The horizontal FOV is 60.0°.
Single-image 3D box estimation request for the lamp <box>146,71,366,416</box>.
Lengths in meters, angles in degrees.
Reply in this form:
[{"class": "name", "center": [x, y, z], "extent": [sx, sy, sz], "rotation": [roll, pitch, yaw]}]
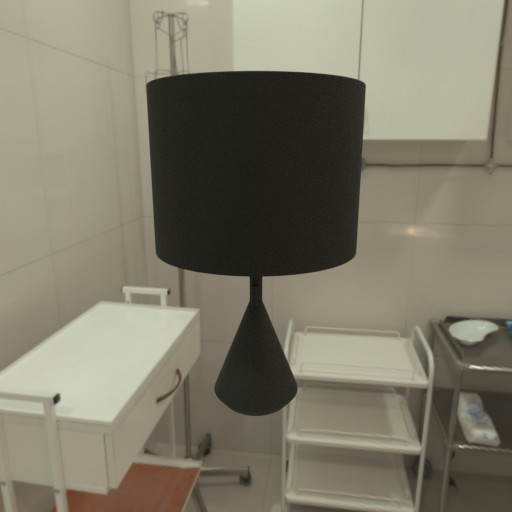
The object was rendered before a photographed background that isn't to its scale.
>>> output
[{"class": "lamp", "center": [0.000, 0.000, 0.816], "extent": [0.359, 0.584, 0.359], "rotation": [2, 15, 8]}]
